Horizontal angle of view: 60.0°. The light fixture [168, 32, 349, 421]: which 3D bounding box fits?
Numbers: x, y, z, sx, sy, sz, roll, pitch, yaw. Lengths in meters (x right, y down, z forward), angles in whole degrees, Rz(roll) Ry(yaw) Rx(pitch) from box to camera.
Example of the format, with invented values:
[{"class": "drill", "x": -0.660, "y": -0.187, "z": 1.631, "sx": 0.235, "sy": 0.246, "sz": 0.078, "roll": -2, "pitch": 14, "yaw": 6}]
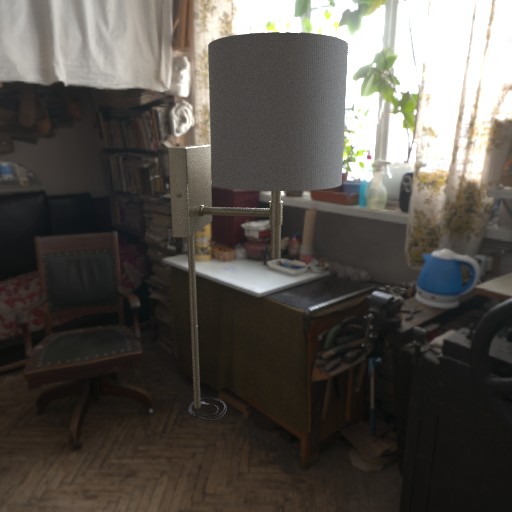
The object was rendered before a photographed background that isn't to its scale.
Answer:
[{"class": "light fixture", "x": 0.000, "y": 0.000, "z": 0.683, "sx": 0.248, "sy": 0.589, "sz": 0.188, "roll": 3, "pitch": 16, "yaw": 9}]
